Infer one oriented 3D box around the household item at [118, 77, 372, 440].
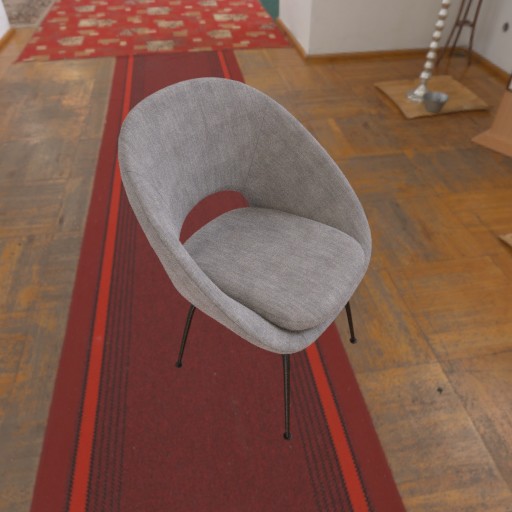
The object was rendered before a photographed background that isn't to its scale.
[{"bbox_3d":[0.000,0.000,1.288,0.587,0.869,0.643,25,47,26],"label":"household item"}]
